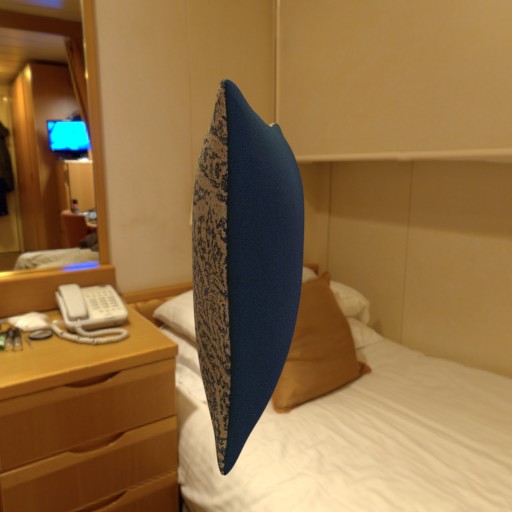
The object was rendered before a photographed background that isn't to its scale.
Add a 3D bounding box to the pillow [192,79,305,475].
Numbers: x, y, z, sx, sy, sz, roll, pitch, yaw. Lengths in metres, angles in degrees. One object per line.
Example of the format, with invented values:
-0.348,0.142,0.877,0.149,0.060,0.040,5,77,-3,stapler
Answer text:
0.000,0.000,0.802,0.166,0.510,0.523,2,11,9,pillow
